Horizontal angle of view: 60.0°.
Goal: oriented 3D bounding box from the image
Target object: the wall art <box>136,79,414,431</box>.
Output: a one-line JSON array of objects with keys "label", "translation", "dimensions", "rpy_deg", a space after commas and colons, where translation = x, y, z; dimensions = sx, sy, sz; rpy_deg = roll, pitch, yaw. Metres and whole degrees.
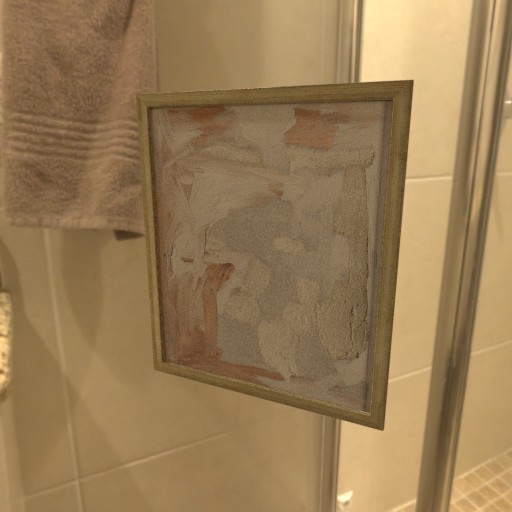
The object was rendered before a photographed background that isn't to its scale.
[{"label": "wall art", "translation": [0.000, 0.000, 0.784], "dimensions": [0.483, 0.559, 0.009], "rpy_deg": [7, 16, 24]}]
